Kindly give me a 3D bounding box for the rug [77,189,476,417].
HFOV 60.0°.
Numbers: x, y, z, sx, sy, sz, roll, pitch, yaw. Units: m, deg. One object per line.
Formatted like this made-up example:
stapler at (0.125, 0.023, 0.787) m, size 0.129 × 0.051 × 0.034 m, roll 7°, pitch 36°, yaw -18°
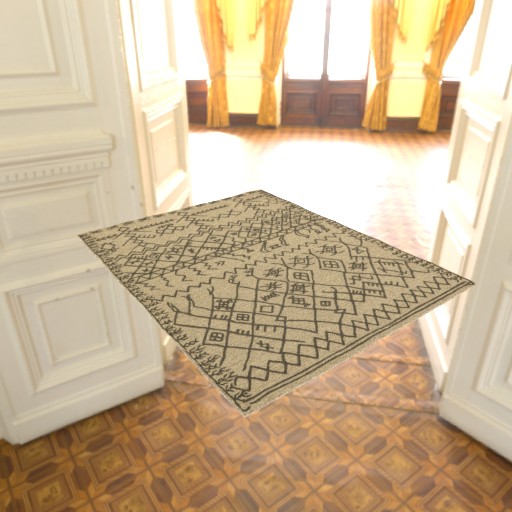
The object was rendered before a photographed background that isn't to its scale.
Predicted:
rug at (0.000, 0.000, 3.369) m, size 1.964 × 0.025 × 2.455 m, roll -19°, pitch 33°, yaw -32°
